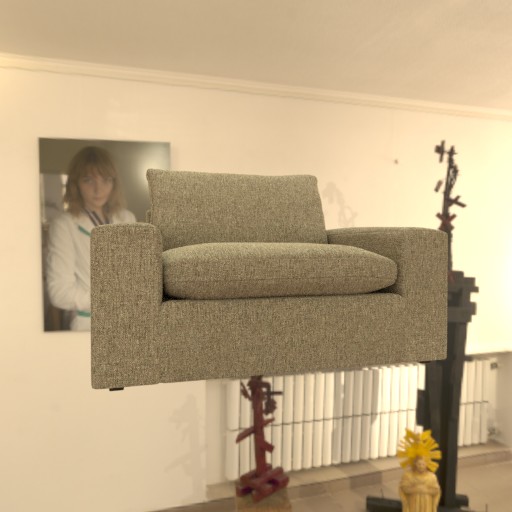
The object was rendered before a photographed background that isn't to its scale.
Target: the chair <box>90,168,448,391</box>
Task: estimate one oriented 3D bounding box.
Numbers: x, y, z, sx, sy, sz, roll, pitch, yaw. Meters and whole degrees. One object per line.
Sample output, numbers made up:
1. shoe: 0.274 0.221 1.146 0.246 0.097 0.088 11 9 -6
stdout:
1. chair: 0.000 0.000 2.068 1.398 0.915 1.039 0 1 -17
